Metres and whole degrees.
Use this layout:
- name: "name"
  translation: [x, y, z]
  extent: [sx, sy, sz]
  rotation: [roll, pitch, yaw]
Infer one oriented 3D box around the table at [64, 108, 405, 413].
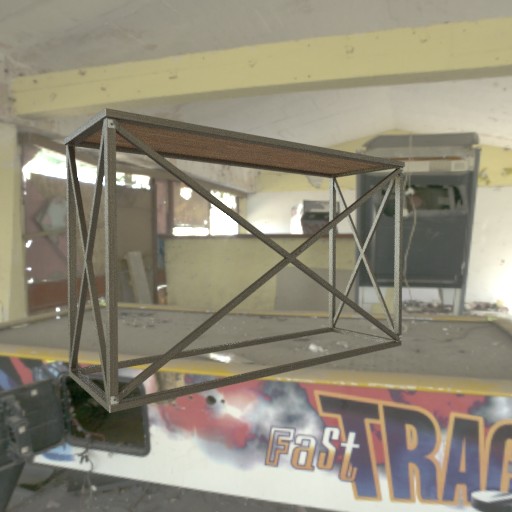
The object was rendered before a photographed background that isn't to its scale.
- name: "table"
  translation: [0.000, 0.000, 1.613]
  extent: [1.216, 0.753, 0.402]
  rotation: [-1, 2, -37]
